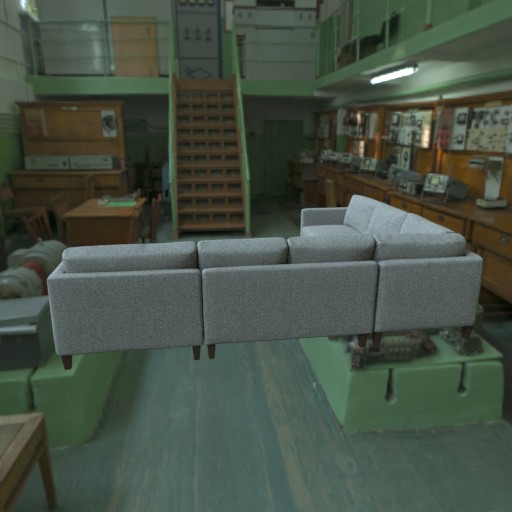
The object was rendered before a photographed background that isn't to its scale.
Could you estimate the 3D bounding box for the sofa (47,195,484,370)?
[{"bbox_3d":[0.000,0.000,4.668,3.460,0.959,2.593,-2,16,-8],"label":"sofa"}]
